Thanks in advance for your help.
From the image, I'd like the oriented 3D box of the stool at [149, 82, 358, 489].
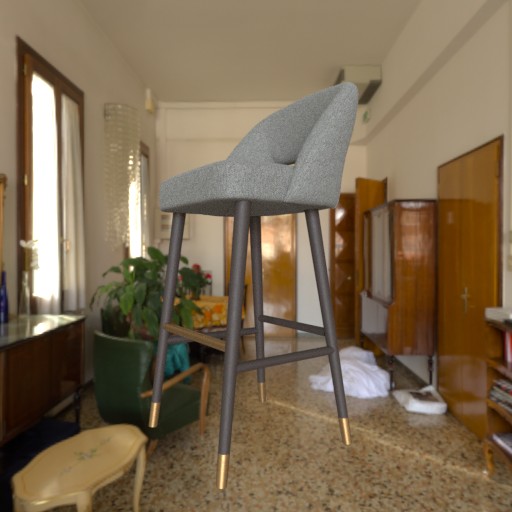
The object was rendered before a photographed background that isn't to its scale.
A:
[{"bbox_3d":[0.000,0.000,1.367,0.524,1.089,0.536,0,1,-34],"label":"stool"}]
